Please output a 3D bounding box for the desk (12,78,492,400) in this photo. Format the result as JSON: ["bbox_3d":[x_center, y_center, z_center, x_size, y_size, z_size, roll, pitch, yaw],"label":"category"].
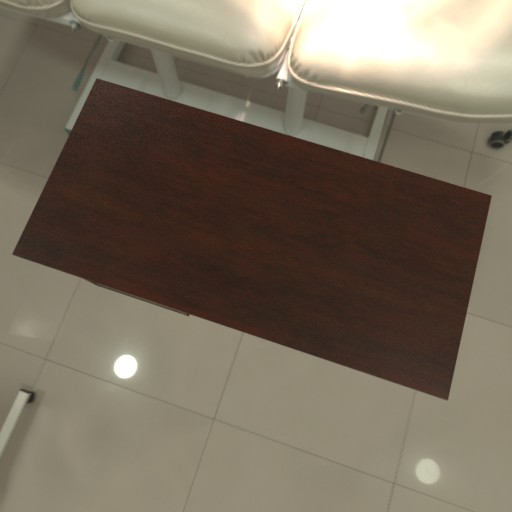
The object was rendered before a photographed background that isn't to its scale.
[{"bbox_3d":[0.000,0.000,1.663,1.277,0.758,0.612,18,77,4],"label":"desk"}]
